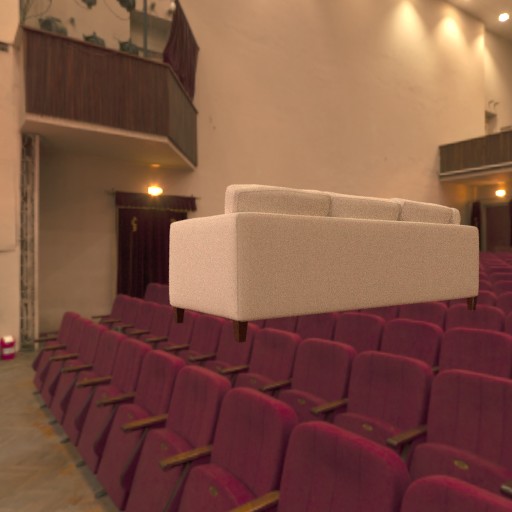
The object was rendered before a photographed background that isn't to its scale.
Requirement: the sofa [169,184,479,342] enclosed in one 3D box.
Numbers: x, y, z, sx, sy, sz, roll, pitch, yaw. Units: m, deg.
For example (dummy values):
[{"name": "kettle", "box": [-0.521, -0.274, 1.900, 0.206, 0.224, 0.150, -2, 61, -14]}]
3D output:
[{"name": "sofa", "box": [0.000, 0.000, 4.531, 2.593, 0.947, 3.302, 0, 1, -35]}]
